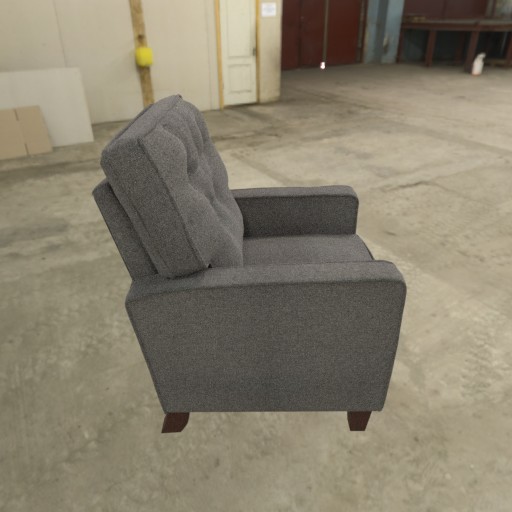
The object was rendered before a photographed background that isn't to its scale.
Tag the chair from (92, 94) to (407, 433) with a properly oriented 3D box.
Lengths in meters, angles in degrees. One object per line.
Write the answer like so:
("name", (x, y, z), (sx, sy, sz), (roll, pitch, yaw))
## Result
("chair", (0.000, 0.000, 1.375), (0.775, 0.889, 0.650), (0, 29, 0))
